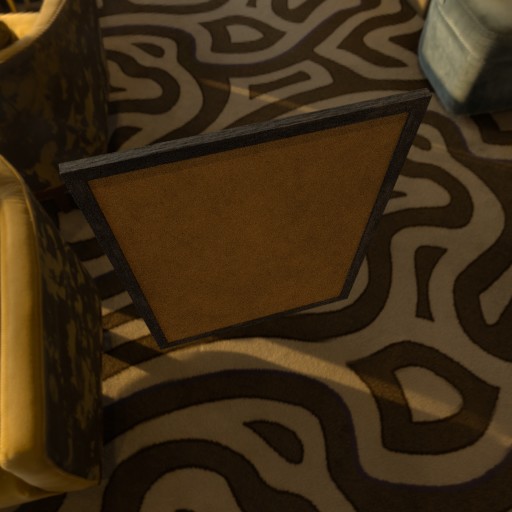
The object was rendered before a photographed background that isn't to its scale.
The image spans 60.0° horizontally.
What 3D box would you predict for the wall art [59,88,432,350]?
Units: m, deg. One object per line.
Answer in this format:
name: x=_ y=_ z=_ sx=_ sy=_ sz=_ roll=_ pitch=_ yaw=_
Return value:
wall art: x=0.000 y=0.000 z=1.396 sx=0.812 sy=1.066 sz=0.029 roll=-14 pitch=61 yaw=-8
